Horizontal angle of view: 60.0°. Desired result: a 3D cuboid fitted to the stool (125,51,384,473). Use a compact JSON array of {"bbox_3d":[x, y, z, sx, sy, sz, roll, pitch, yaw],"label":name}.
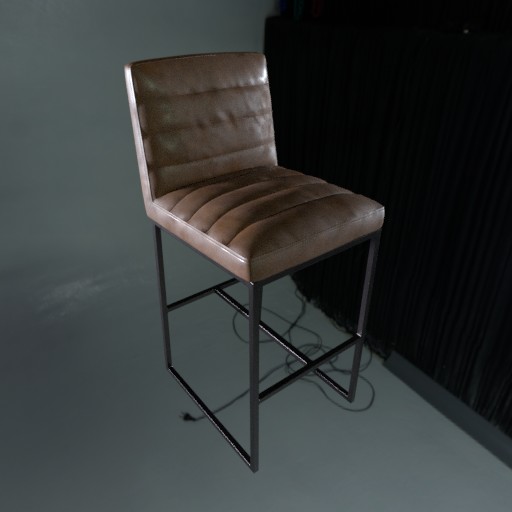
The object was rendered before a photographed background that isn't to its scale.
[{"bbox_3d":[0.000,0.000,1.323,0.463,1.065,0.562,-22,36,-32],"label":"stool"}]
